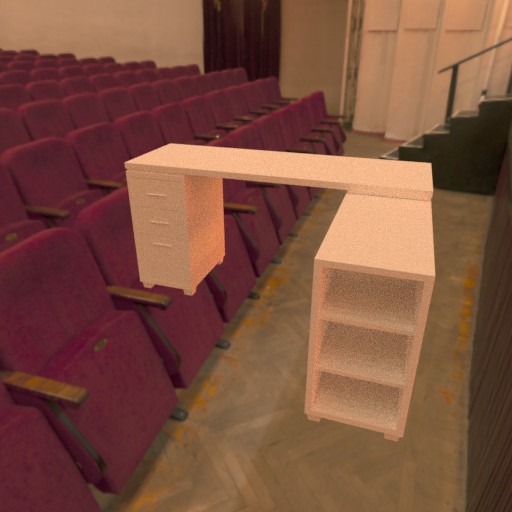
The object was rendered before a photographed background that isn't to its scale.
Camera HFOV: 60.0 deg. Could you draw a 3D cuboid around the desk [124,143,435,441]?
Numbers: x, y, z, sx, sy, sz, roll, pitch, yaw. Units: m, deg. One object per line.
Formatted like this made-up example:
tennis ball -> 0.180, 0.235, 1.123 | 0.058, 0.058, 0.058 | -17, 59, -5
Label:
desk -> 0.000, 0.000, 2.187 | 1.524, 0.759, 1.199 | 8, 27, 17
